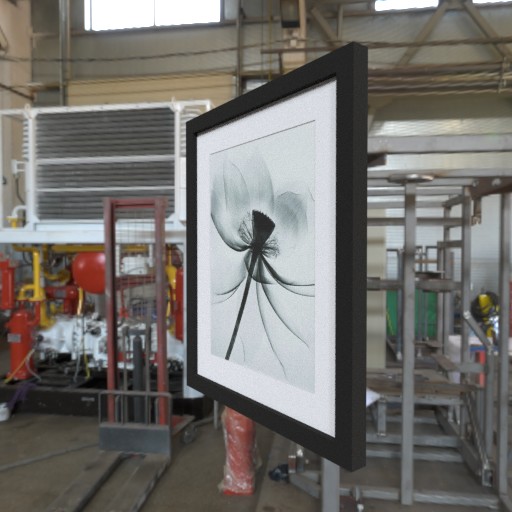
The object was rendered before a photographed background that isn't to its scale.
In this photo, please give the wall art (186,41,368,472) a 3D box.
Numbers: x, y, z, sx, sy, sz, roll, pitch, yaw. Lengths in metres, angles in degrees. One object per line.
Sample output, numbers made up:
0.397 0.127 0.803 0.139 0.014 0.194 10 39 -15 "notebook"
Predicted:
0.000 0.000 0.766 0.029 0.559 0.457 -1 1 -37 "wall art"
